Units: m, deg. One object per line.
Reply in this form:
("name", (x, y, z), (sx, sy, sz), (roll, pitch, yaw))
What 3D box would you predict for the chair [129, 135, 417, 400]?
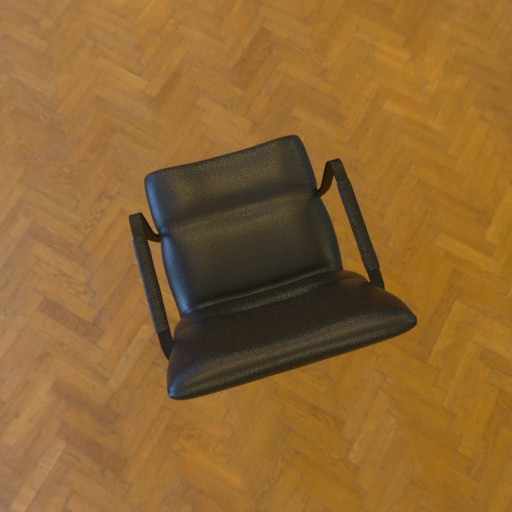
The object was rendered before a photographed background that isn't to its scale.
("chair", (0.000, 0.000, 1.470), (0.719, 0.922, 0.748), (-16, 76, -4))
